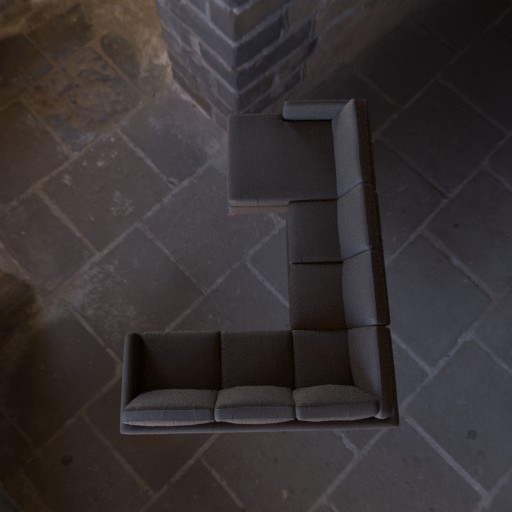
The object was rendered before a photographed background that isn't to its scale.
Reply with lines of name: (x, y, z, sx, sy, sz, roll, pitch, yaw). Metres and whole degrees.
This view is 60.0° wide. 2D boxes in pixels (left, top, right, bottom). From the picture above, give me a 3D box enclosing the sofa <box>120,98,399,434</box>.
sofa: (0.000, 0.000, 4.718, 2.594, 0.961, 3.460, -1, 75, 0)
